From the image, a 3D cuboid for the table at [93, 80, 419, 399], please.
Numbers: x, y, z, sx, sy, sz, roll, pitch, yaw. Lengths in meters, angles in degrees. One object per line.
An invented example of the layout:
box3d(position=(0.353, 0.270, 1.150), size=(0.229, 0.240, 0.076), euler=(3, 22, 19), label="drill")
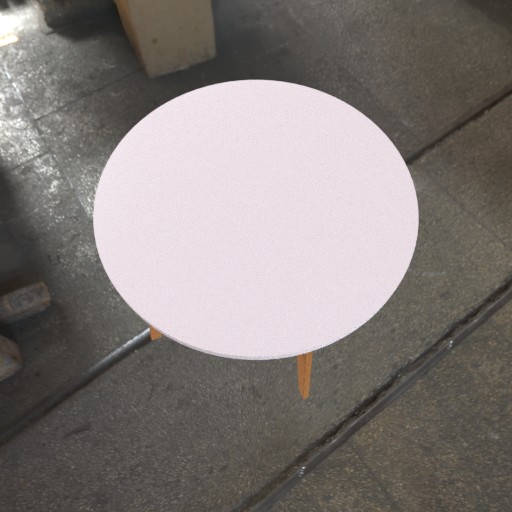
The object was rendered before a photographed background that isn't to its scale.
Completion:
box3d(position=(0.000, 0.000, 1.577), size=(0.896, 0.762, 0.896), euler=(0, 64, 0), label="table")
